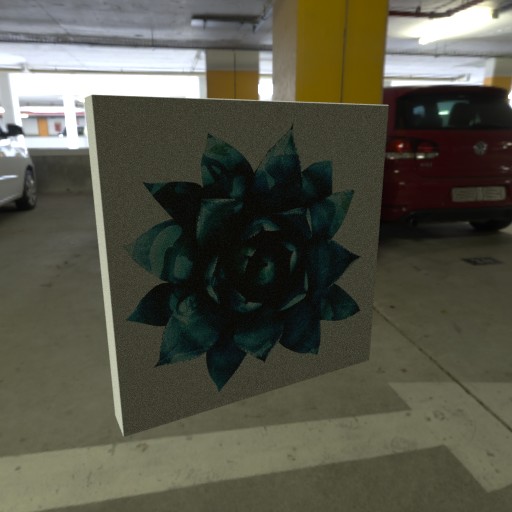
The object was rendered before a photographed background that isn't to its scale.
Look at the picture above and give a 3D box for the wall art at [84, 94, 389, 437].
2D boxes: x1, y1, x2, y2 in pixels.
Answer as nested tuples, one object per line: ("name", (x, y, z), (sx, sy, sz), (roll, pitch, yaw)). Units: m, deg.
("wall art", (0.000, 0.000, 0.463), (0.305, 0.305, 0.038), (-8, 18, -27))
